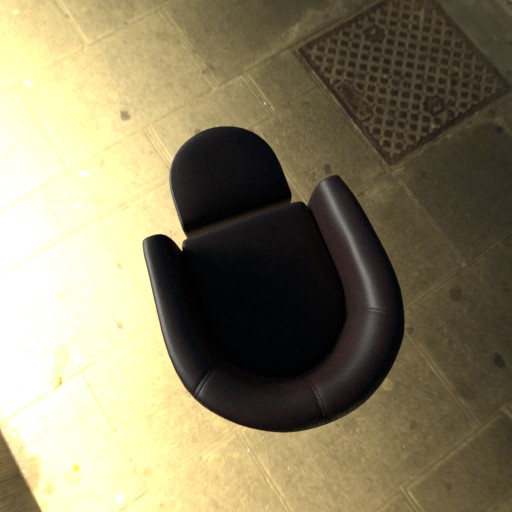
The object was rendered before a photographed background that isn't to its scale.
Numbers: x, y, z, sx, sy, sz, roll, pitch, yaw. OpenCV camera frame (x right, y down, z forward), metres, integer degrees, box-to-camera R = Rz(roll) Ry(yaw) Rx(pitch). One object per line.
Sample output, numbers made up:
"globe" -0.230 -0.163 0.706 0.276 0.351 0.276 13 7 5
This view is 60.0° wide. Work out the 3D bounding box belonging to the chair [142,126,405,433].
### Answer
"chair" 0.000 0.000 1.664 0.737 0.755 1.176 -19 77 -5
